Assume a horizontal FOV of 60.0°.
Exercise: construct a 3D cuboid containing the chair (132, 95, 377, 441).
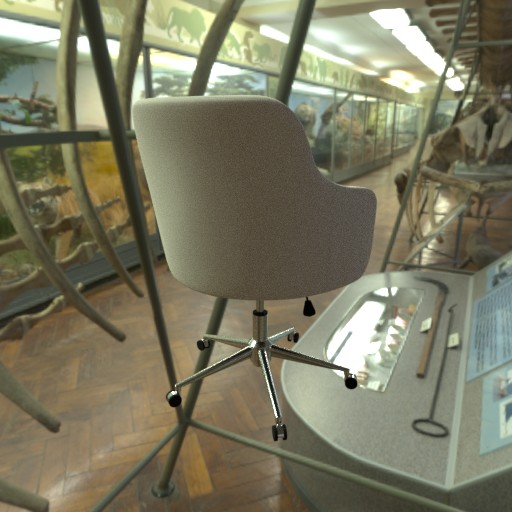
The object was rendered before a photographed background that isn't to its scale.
[{"bbox_3d":[0.000,0.000,1.246,0.602,0.819,0.647,8,19,26],"label":"chair"}]
